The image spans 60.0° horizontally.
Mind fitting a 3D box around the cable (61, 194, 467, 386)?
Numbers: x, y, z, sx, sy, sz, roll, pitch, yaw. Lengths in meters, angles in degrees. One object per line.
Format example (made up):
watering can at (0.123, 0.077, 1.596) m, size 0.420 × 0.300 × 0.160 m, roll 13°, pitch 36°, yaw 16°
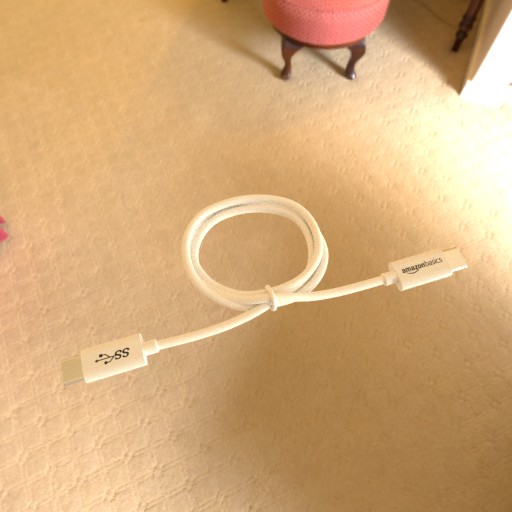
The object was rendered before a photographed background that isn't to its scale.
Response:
cable at (0.000, 0.000, 0.206) m, size 0.186 × 0.014 × 0.070 m, roll -16°, pitch 65°, yaw -8°
